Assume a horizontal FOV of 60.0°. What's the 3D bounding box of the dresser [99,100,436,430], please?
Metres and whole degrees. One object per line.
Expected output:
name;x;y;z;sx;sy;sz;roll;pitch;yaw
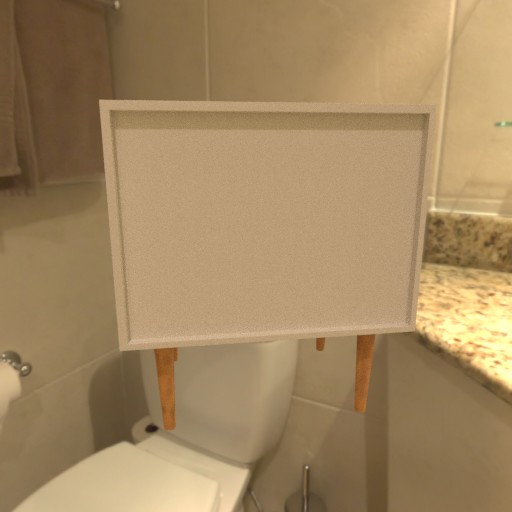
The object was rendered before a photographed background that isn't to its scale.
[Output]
dresser;0.000;0.000;0.917;0.503;0.568;0.414;-2;14;-9
